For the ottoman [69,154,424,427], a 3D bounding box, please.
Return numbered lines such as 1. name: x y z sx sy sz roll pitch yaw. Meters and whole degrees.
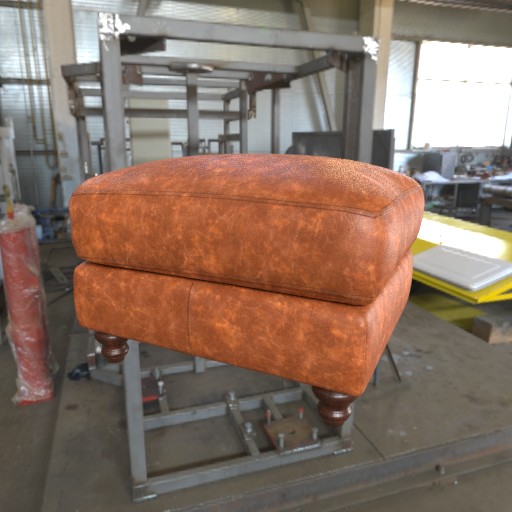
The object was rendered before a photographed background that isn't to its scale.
1. ottoman: 0.000 0.000 1.253 0.832 0.562 0.657 7 16 25
